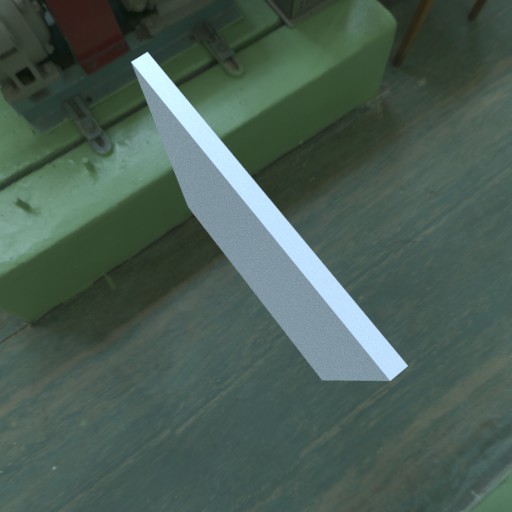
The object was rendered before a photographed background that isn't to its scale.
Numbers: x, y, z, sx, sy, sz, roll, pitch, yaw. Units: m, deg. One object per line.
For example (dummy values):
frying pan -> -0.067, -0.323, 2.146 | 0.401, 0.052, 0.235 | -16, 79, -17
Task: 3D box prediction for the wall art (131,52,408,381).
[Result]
wall art -> 0.000, 0.000, 0.853 | 0.028, 0.559, 0.559 | -36, 77, -9
